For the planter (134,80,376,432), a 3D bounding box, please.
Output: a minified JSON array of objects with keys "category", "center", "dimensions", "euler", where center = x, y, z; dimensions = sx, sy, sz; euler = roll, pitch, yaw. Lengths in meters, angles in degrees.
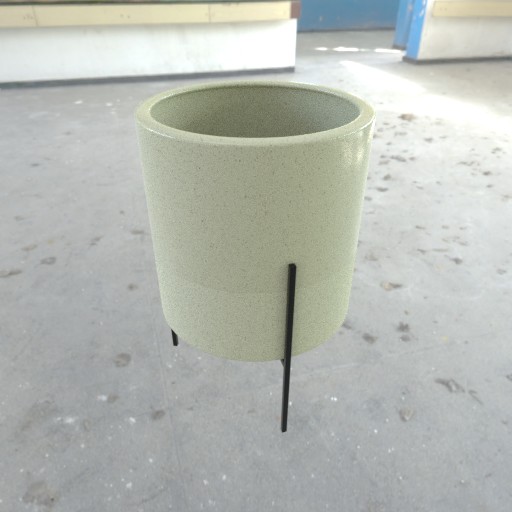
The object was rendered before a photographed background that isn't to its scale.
[{"category":"planter","center":[0.000,0.000,0.713],"dimensions":[0.314,0.475,0.323],"euler":[-9,34,-14]}]
